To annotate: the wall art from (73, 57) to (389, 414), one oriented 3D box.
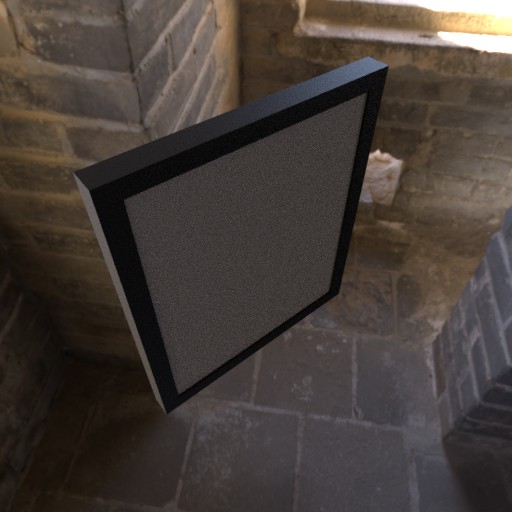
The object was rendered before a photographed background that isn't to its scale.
[{"bbox_3d":[0.000,0.000,0.535,0.330,0.381,0.029,-30,54,-25],"label":"wall art"}]
